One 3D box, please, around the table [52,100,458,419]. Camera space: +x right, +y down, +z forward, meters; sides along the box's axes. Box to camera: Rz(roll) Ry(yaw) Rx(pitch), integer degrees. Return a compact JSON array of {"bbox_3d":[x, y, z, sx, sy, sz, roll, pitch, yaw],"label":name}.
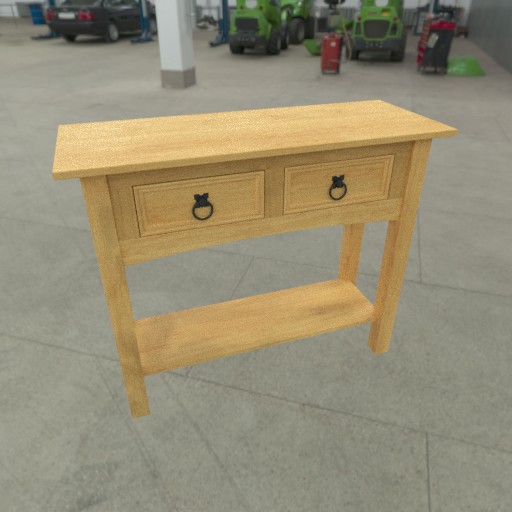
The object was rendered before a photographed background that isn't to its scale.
[{"bbox_3d":[0.000,0.000,1.256,0.900,0.728,0.340,-10,33,-16],"label":"table"}]
